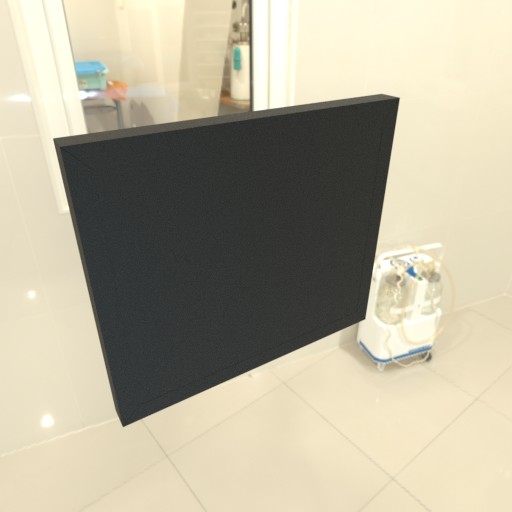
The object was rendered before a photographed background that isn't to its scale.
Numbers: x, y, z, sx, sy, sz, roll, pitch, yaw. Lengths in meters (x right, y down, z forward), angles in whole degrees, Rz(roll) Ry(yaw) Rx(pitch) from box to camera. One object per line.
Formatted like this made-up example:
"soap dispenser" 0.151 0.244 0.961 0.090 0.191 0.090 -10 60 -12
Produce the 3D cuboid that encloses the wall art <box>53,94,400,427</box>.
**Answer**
"wall art" 0.000 0.000 0.529 0.381 0.330 0.029 -17 34 -27
